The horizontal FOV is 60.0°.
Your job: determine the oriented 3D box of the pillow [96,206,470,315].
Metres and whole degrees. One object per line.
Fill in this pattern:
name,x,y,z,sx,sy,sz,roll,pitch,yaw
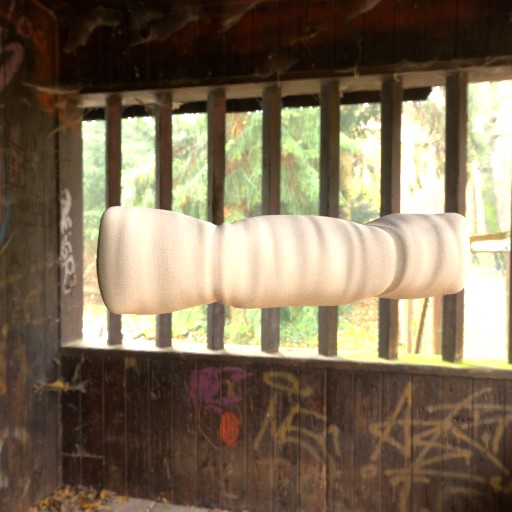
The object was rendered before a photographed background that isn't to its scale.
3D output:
pillow,0.000,0.000,0.745,0.490,0.128,0.468,0,2,-17
